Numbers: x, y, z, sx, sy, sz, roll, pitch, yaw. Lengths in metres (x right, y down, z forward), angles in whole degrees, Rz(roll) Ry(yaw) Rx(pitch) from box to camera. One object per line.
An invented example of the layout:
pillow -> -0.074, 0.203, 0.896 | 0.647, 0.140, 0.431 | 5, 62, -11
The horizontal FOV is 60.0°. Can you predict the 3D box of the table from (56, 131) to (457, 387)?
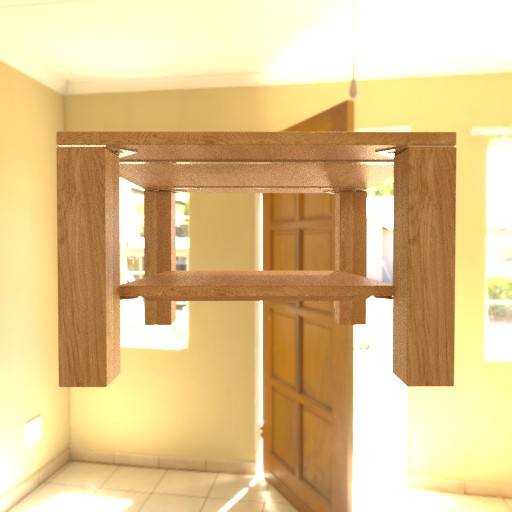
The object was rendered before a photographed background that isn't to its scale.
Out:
table -> 0.000, 0.000, 1.128 | 0.700, 0.450, 0.700 | 0, 1, 0
